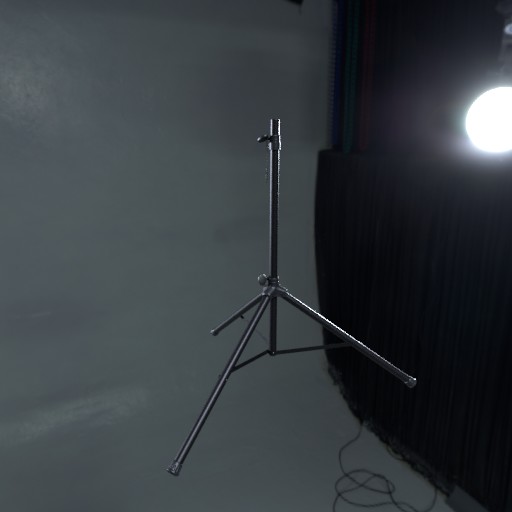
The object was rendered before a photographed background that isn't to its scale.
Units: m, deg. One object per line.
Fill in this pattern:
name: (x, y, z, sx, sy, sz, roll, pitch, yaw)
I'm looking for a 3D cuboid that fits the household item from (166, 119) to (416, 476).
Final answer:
household item: (0.000, 0.000, 2.721, 1.596, 1.595, 1.339, -8, 17, -27)
